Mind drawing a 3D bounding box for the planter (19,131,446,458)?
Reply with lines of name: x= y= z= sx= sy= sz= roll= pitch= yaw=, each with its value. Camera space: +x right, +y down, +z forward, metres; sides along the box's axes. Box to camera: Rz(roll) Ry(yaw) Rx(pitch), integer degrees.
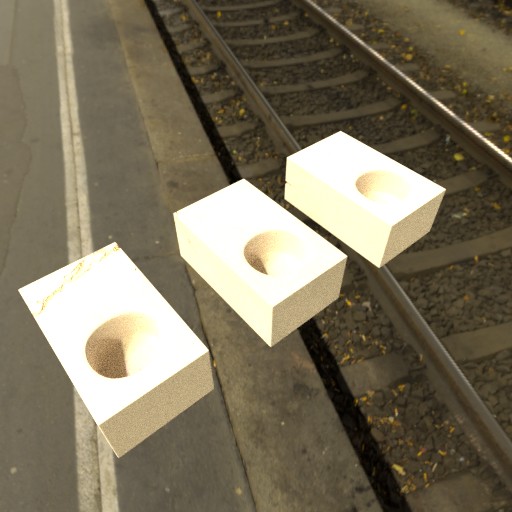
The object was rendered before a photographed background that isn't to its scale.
planter: x=0.000 y=0.000 z=0.372 sx=0.333 sy=0.051 sz=0.127 roll=-31 pitch=54 yaw=-26
